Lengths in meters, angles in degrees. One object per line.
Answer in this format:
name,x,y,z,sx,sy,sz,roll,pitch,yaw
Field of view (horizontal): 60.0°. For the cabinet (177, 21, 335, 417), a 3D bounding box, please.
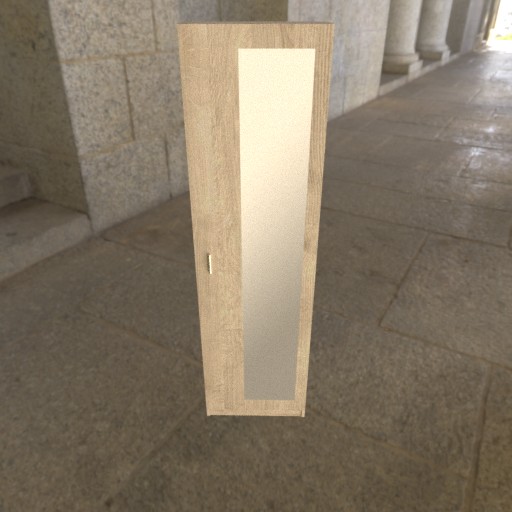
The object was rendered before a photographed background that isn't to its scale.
cabinet,0.000,0.000,1.919,0.500,1.790,0.230,0,29,1
